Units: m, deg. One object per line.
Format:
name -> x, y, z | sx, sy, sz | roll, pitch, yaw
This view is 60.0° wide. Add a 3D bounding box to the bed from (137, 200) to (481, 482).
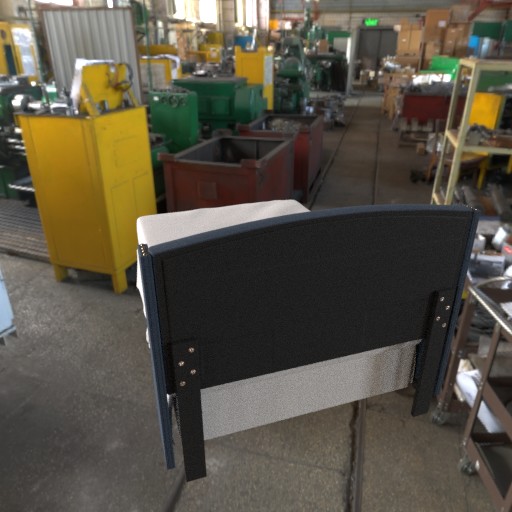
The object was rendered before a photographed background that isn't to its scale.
bed -> 0.000, 0.000, 3.218 | 1.710, 1.407, 2.237 | -8, 27, -17
